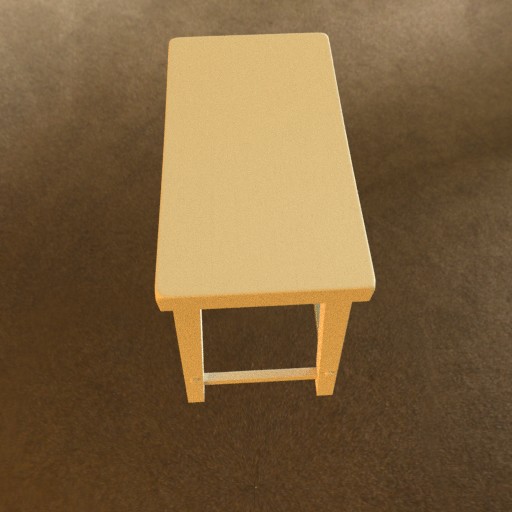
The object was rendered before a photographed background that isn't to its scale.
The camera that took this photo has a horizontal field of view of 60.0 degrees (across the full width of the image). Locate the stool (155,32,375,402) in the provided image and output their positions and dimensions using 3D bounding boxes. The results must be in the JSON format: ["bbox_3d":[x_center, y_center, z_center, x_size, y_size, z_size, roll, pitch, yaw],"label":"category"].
[{"bbox_3d":[0.000,0.000,0.817,0.322,0.610,0.406,-3,62,-1],"label":"stool"}]
